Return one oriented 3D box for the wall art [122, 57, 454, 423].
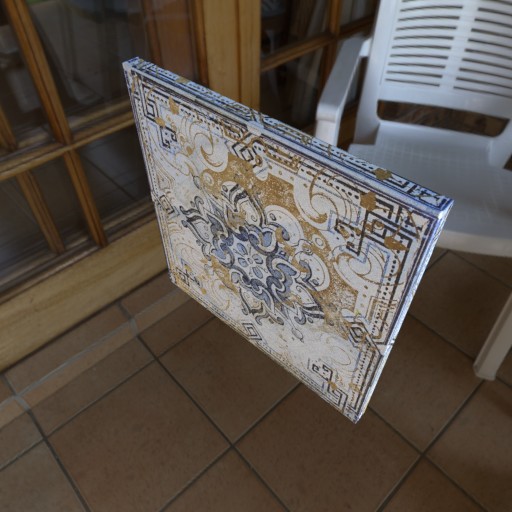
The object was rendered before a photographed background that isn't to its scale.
[{"bbox_3d":[0.000,0.000,0.884,0.609,0.607,0.036,33,55,27],"label":"wall art"}]
